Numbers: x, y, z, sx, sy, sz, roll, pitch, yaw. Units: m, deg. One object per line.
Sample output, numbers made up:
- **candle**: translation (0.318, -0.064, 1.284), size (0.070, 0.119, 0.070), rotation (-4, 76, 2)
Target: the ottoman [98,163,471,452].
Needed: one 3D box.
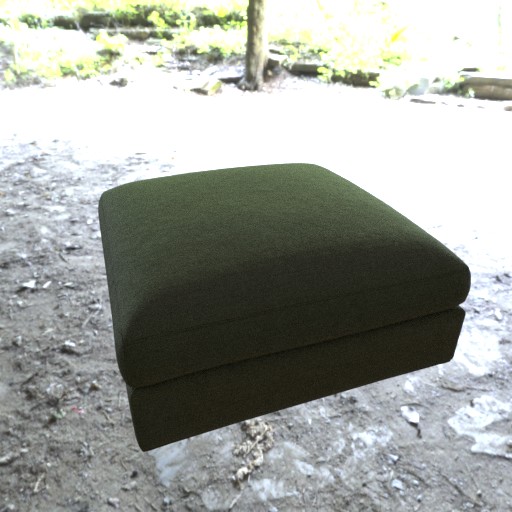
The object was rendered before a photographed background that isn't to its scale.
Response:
- **ottoman**: translation (0.000, 0.000, 1.615), size (1.041, 0.470, 1.041), rotation (-10, 31, -17)
